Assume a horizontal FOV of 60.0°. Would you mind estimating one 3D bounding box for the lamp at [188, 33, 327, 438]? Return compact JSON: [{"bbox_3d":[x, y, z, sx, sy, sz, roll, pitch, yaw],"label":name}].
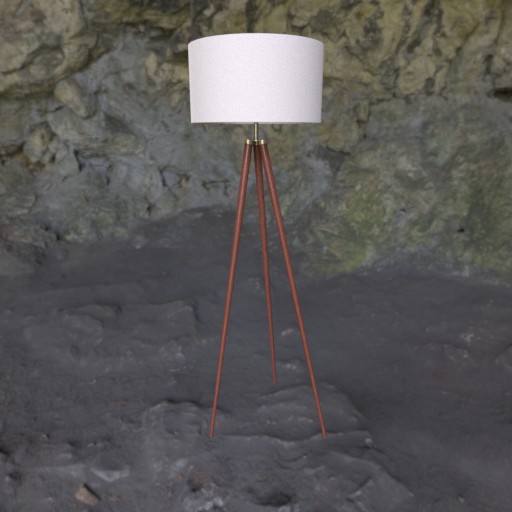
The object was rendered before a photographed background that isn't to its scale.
[{"bbox_3d":[0.000,0.000,1.799,0.483,1.553,0.483,-7,17,-24],"label":"lamp"}]
